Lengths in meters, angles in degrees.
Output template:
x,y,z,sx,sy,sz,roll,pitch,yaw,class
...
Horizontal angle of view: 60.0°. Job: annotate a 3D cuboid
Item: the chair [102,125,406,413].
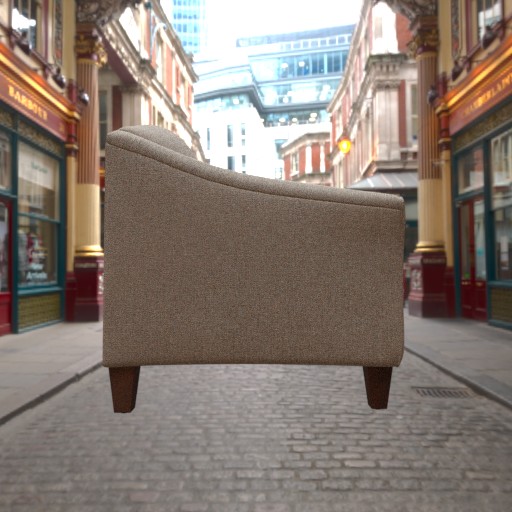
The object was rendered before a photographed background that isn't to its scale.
x,y,z,sx,sy,sz,roll,pitch,yaw,class
0.000,0.000,1.495,0.787,0.839,0.763,0,-2,0,chair
